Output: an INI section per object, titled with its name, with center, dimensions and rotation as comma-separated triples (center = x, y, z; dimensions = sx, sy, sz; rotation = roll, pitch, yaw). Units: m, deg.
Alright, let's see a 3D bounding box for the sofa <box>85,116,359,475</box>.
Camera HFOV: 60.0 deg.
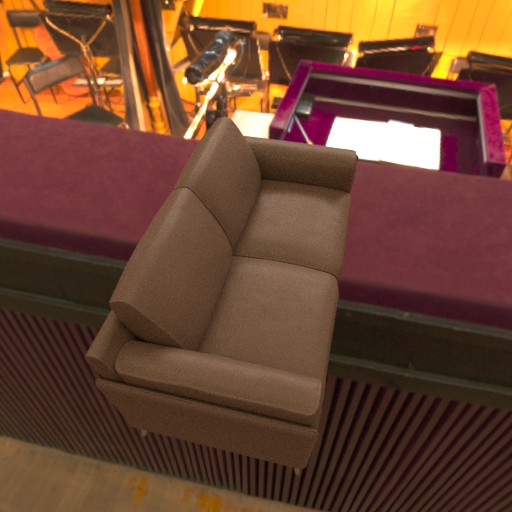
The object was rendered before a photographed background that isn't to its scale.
[sofa]
center = 0.000, 0.000, 2.673
dimensions = 1.049, 0.930, 2.101
rotation = 10, 47, 9
